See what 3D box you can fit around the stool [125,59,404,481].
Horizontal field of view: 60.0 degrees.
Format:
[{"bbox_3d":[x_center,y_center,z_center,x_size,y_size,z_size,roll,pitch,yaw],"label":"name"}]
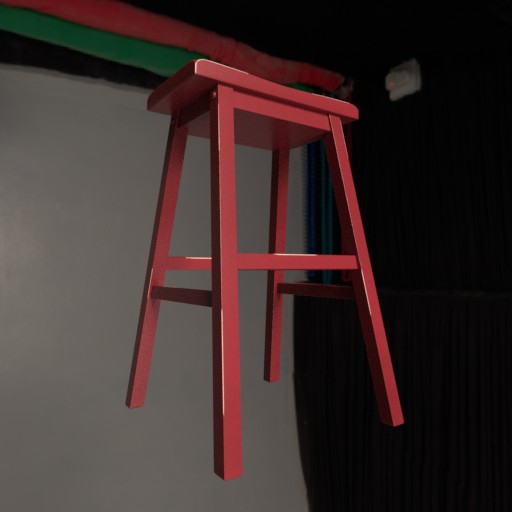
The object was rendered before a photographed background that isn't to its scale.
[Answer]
[{"bbox_3d":[0.000,0.000,1.042,0.457,0.737,0.476,1,-2,-35],"label":"stool"}]
